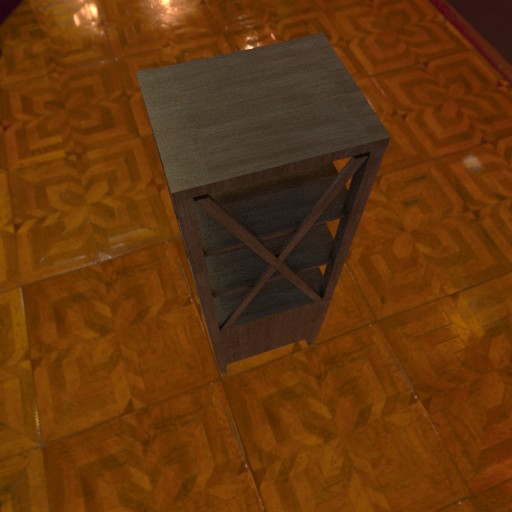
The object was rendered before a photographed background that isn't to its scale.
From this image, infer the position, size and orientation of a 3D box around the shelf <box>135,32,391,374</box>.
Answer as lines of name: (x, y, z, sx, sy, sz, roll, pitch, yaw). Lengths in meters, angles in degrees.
shelf: (0.000, 0.000, 1.971, 0.584, 1.727, 0.472, -16, 62, -9)
